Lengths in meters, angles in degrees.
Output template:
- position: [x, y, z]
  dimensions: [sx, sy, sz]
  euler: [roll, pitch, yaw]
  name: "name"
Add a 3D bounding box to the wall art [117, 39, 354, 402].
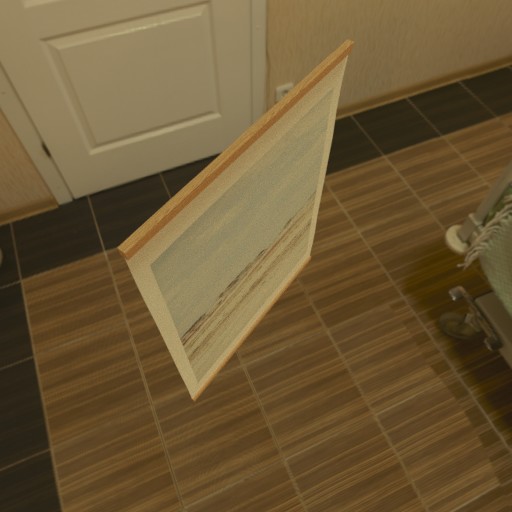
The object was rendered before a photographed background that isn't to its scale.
- position: [0.000, 0.000, 0.808]
  dimensions: [0.011, 0.605, 0.458]
  euler: [33, 64, 19]
  name: "wall art"
